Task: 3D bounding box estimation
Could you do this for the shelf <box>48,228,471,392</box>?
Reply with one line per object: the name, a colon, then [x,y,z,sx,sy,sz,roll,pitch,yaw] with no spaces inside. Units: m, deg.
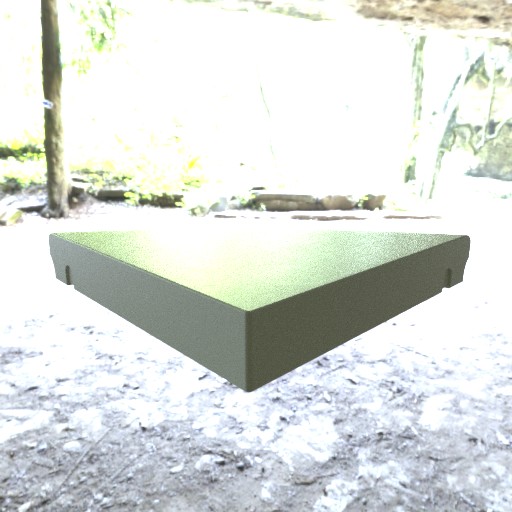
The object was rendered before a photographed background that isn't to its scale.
shelf: [0.000,0.000,0.459,0.310,0.050,0.310,-14,20,-42]
